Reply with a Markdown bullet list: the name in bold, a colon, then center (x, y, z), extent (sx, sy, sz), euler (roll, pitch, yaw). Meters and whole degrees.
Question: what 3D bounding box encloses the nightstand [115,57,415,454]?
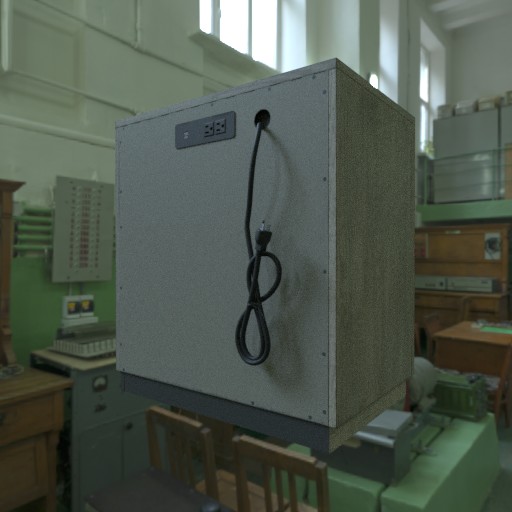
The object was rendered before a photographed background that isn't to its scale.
- **nightstand**: center (0.000, 0.000, 1.074), extent (0.612, 0.673, 0.483), euler (0, 1, 37)
